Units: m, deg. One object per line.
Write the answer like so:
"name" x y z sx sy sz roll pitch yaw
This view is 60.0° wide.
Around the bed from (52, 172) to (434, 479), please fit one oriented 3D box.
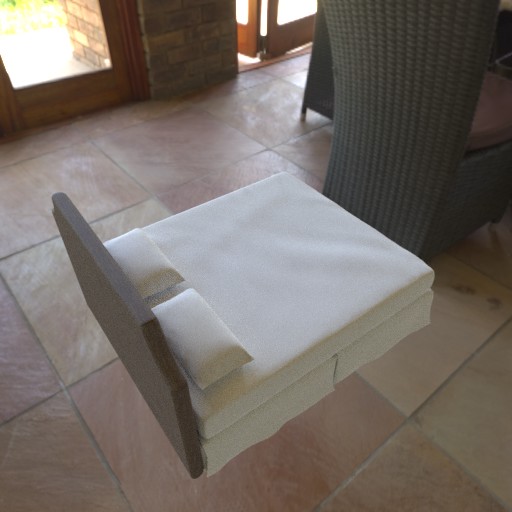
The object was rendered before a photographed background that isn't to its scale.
"bed" 0.000 0.000 4.086 2.773 1.590 2.350 -26 48 -26
